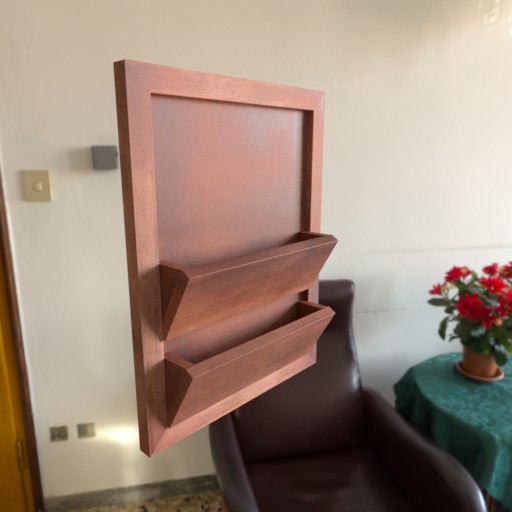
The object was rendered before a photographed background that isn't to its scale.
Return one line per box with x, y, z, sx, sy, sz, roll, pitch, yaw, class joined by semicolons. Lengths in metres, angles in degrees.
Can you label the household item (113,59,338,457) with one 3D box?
0.000;0.000;0.539;0.067;0.407;0.310;12;18;42;household item
